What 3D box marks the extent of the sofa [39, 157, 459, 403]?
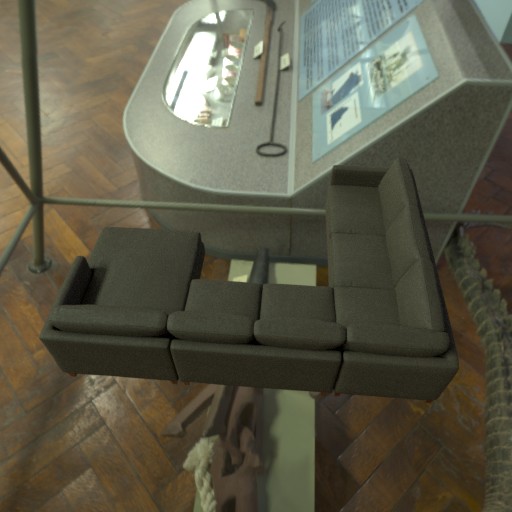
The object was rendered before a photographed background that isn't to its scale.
[{"bbox_3d":[0.000,0.000,4.595,3.460,0.961,2.594,3,49,3],"label":"sofa"}]
